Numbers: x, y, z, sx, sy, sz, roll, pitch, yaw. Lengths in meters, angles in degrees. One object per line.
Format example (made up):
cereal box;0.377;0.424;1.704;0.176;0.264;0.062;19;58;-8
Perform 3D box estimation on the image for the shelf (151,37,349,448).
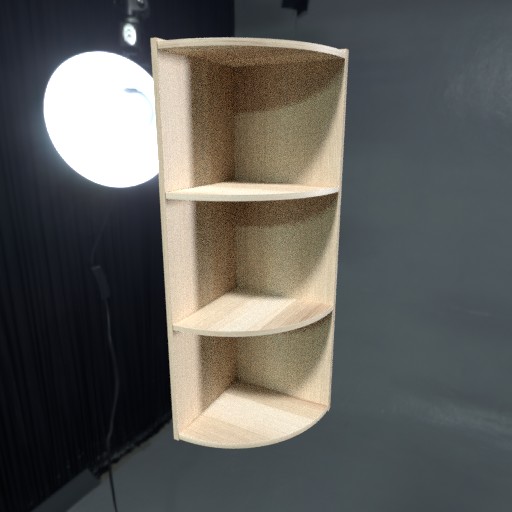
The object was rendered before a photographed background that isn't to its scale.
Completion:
shelf;0.000;0.000;0.997;0.290;0.872;0.290;8;18;27
